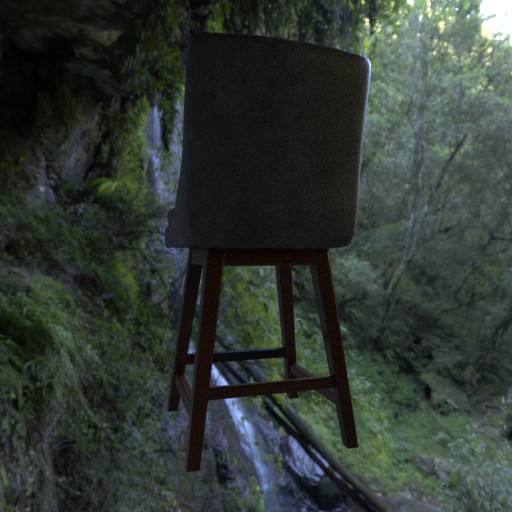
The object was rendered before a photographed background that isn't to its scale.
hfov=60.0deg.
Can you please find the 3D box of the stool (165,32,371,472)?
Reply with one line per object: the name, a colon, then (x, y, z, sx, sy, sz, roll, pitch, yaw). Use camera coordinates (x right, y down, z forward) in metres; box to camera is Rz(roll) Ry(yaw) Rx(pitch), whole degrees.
stool: (0.000, 0.000, 1.332, 0.492, 1.046, 0.587, 0, 0, -17)
